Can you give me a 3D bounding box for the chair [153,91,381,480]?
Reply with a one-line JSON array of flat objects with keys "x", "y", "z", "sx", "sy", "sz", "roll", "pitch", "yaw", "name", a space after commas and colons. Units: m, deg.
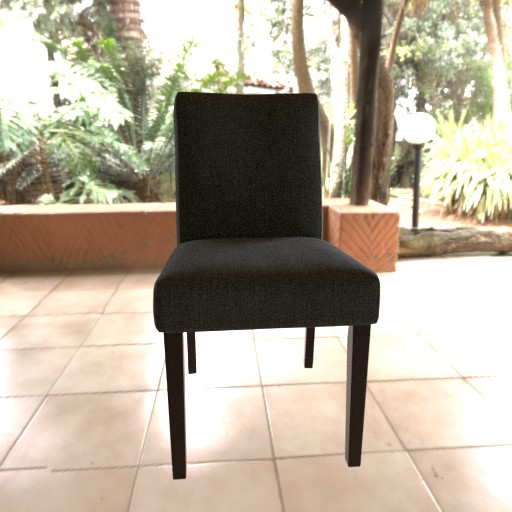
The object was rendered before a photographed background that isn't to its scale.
[{"x": 0.000, "y": 0.000, "z": 1.201, "sx": 0.487, "sy": 0.884, "sz": 0.629, "roll": -1, "pitch": 15, "yaw": -5, "name": "chair"}]
